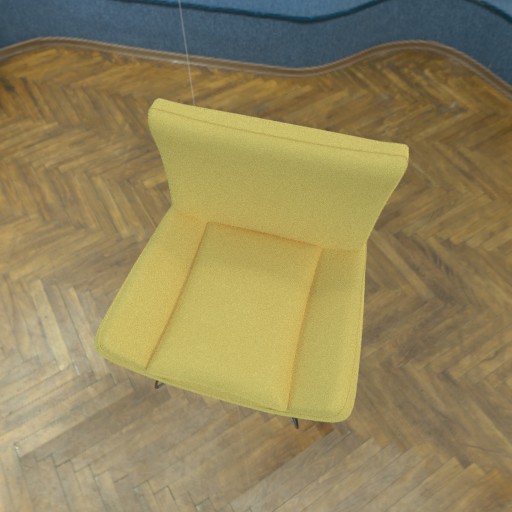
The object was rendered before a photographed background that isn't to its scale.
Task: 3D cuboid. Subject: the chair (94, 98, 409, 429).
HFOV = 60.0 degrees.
[{"bbox_3d":[0.000,0.000,1.633,0.859,0.855,1.008,13,59,8],"label":"chair"}]
